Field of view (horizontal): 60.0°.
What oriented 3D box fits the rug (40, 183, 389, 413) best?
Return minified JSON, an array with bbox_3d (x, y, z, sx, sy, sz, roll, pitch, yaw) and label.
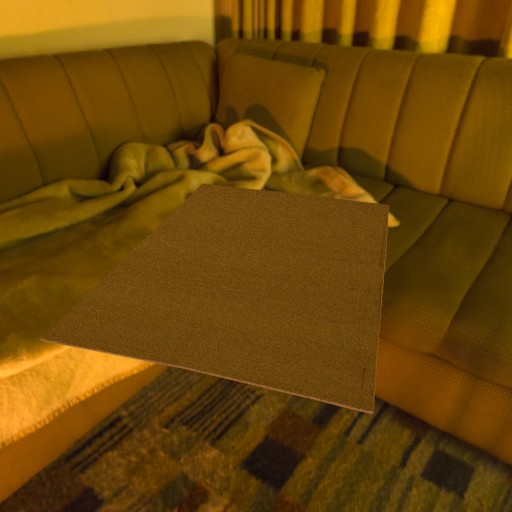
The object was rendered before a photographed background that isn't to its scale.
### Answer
[{"bbox_3d":[0.000,0.000,4.319,2.434,0.045,3.202,9,32,14],"label":"rug"}]
